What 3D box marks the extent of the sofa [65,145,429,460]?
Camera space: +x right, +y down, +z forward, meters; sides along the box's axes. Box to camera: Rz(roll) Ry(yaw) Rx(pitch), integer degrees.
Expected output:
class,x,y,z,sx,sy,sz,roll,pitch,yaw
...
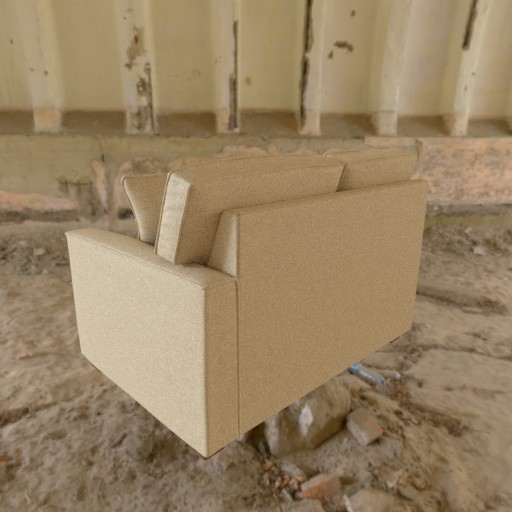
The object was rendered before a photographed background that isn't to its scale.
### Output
class,x,y,z,sx,sy,sz,roll,pitch,yaw
sofa,0.000,0.000,2.078,1.388,0.989,0.991,-15,22,-42
